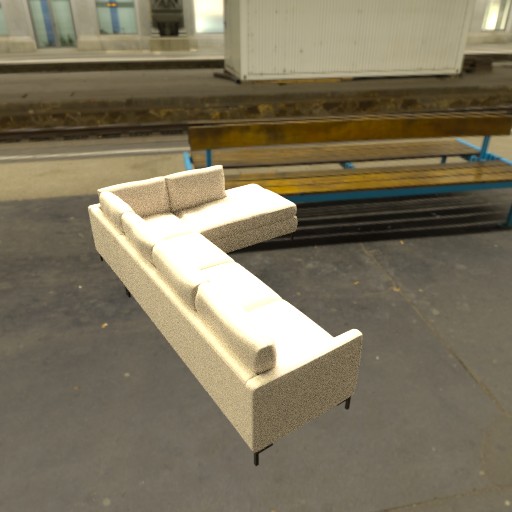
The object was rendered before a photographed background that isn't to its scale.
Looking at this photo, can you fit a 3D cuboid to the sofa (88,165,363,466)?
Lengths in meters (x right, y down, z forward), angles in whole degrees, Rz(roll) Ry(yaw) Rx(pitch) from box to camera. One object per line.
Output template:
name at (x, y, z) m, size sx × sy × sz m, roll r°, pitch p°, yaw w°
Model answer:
sofa at (0.000, 0.000, 3.852) m, size 2.007 × 0.815 × 2.949 m, roll -18°, pitch 34°, yaw -29°
